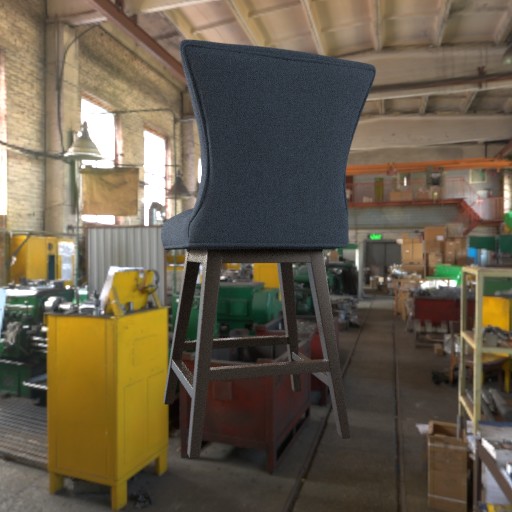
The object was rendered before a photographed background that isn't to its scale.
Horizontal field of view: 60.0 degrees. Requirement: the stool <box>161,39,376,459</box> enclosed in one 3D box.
[{"bbox_3d":[0.000,0.000,1.311,0.514,1.000,0.574,0,1,-16],"label":"stool"}]
